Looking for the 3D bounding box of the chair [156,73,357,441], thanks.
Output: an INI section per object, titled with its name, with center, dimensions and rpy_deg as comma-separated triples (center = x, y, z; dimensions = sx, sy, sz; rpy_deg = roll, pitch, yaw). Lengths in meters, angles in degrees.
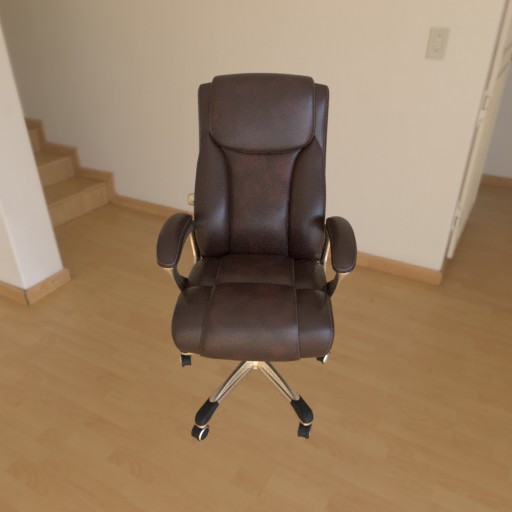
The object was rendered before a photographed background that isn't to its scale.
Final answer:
[chair]
center = 0.000, 0.000, 1.659
dimensions = 0.692, 1.194, 0.749
rpy_deg = 2, 30, 3
